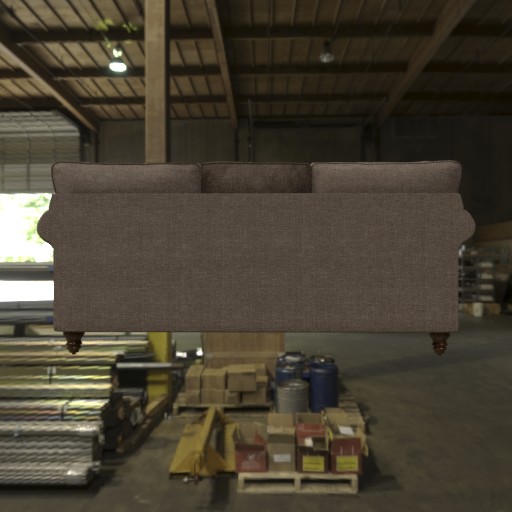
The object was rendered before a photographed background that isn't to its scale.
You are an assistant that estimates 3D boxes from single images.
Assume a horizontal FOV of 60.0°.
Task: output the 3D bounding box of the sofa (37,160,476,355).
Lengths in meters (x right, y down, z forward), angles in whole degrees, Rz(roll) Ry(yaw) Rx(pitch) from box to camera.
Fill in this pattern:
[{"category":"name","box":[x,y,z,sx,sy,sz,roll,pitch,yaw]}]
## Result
[{"category":"sofa","box":[0.000,0.000,2.524,2.084,0.961,0.916,0,-1,1]}]
